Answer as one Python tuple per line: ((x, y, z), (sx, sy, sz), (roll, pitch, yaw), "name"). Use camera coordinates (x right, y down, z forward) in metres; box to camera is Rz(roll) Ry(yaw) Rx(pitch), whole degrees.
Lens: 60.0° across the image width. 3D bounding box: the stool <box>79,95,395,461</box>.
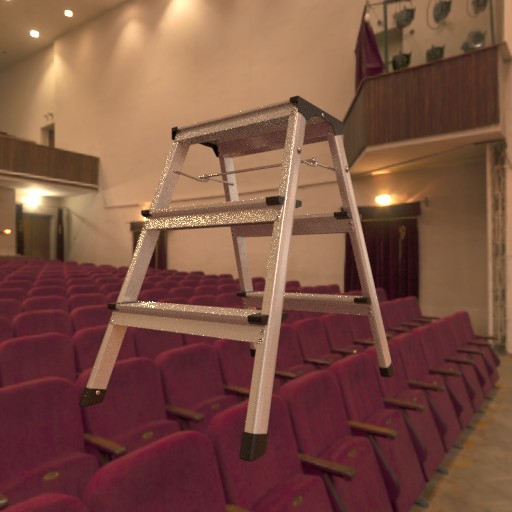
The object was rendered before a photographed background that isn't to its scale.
((0.000, 0.000, 1.019), (0.437, 0.605, 0.622), (-1, -1, 36), "stool")
